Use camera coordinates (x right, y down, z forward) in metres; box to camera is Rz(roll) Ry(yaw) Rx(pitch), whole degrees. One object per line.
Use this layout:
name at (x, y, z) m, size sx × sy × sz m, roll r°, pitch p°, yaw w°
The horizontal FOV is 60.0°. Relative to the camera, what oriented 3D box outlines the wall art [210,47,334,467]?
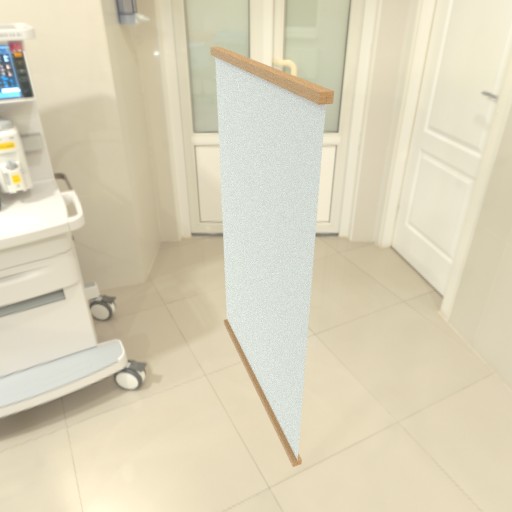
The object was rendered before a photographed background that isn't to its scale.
wall art at (0.000, 0.000, 0.634) m, size 0.013 × 0.510 × 0.335 m, roll -11°, pitch 33°, yaw -17°
